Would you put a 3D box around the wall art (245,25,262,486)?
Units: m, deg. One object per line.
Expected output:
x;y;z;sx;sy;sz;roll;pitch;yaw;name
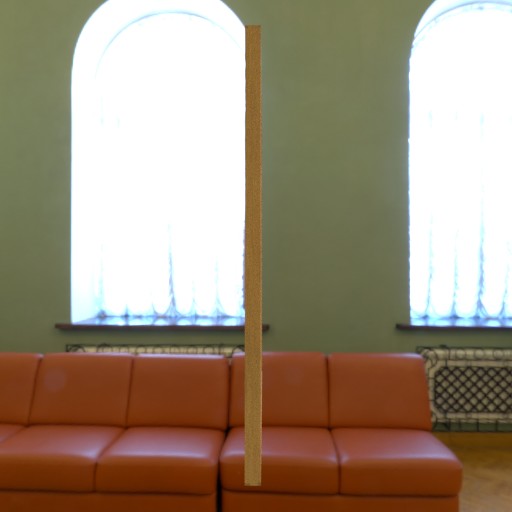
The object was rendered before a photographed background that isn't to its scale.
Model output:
0.000;0.000;0.769;0.020;0.561;0.460;0;0;1;wall art
